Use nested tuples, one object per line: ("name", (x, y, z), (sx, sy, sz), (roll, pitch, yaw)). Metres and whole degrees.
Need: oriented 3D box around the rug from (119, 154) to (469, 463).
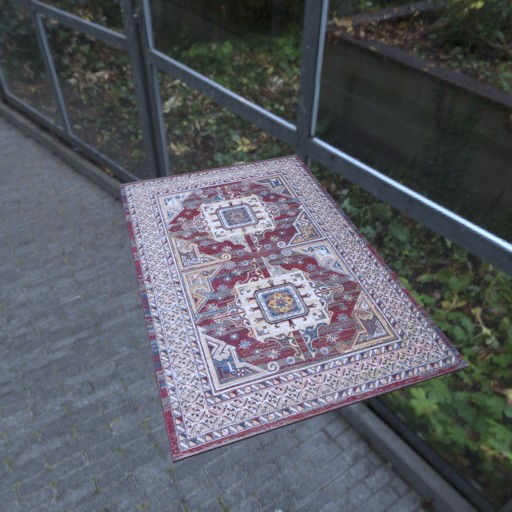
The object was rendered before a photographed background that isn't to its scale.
("rug", (0.000, 0.000, 5.763), (3.033, 0.033, 4.578), (-13, 43, -14))
